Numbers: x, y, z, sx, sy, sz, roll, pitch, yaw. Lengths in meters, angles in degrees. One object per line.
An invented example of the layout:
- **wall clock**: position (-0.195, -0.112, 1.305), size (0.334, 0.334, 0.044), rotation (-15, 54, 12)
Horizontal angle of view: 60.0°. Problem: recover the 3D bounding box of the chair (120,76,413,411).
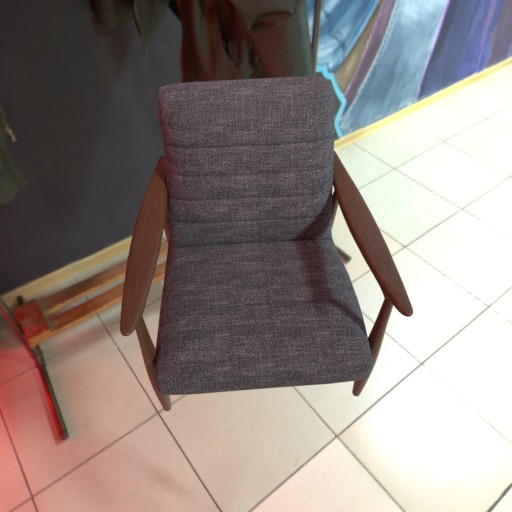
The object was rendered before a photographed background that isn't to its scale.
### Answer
- **chair**: position (0.000, 0.000, 1.432), size (0.741, 0.832, 0.798), rotation (-3, 47, -3)
